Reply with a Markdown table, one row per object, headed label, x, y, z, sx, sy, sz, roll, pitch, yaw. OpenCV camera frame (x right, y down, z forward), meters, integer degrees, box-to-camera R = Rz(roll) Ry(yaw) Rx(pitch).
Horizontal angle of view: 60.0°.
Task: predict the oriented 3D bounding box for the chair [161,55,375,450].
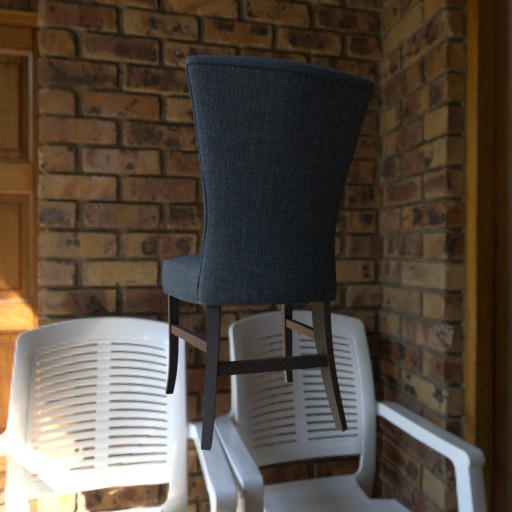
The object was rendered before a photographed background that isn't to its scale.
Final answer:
| label | x | y | z | sx | sy | sz | roll | pitch | yaw |
| --- | --- | --- | --- | --- | --- | --- | --- | --- | --- |
| chair | 0.000 | 0.000 | 1.384 | 0.520 | 0.991 | 0.660 | 0 | 0 | -18 |
